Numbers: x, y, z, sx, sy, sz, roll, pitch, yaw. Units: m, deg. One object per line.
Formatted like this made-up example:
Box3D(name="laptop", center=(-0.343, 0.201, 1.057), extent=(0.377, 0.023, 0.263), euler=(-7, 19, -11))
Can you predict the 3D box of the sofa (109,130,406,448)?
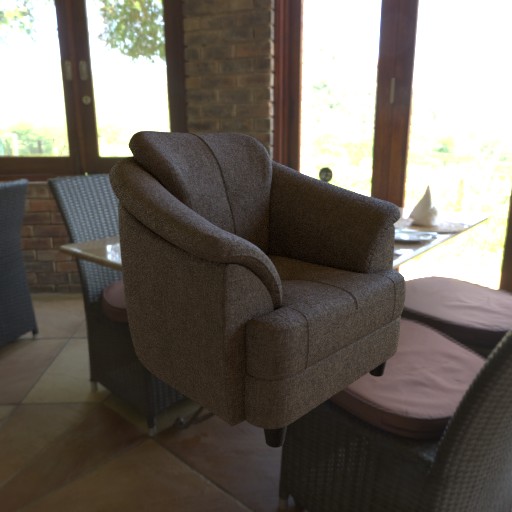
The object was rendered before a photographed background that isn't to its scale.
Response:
Box3D(name="sofa", center=(0.000, 0.000, 1.476), extent=(0.794, 0.811, 0.870), euler=(13, 19, 43))
